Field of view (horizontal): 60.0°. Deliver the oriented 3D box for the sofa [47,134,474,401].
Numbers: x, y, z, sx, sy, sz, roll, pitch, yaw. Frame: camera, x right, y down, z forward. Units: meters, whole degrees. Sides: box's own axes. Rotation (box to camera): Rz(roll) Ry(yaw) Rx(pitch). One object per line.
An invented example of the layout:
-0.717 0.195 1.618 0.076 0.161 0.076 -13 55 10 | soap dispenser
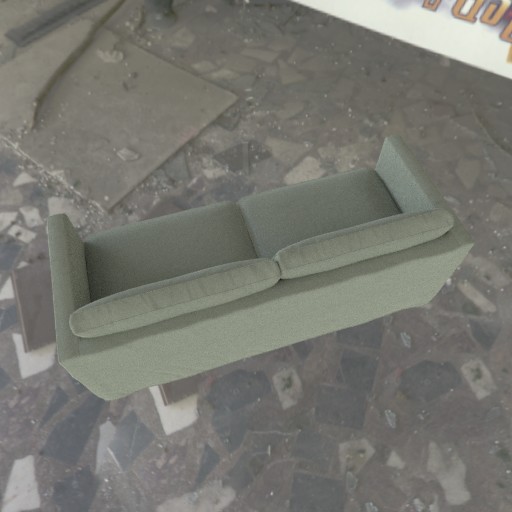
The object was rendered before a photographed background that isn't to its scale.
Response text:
0.000 0.000 2.770 2.312 0.853 0.962 -15 59 -9 | sofa
